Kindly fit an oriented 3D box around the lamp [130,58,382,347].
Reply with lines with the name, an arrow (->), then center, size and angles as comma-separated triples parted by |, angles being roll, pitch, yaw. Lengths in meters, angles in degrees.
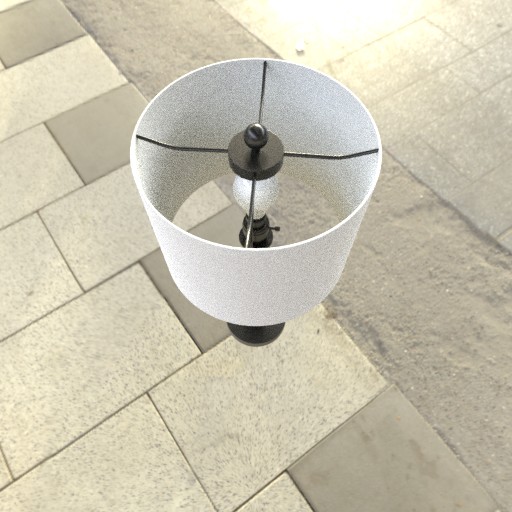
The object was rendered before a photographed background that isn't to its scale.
lamp -> 0.000, 0.000, 0.800 | 0.305, 0.640, 0.305 | -34, 67, -17
